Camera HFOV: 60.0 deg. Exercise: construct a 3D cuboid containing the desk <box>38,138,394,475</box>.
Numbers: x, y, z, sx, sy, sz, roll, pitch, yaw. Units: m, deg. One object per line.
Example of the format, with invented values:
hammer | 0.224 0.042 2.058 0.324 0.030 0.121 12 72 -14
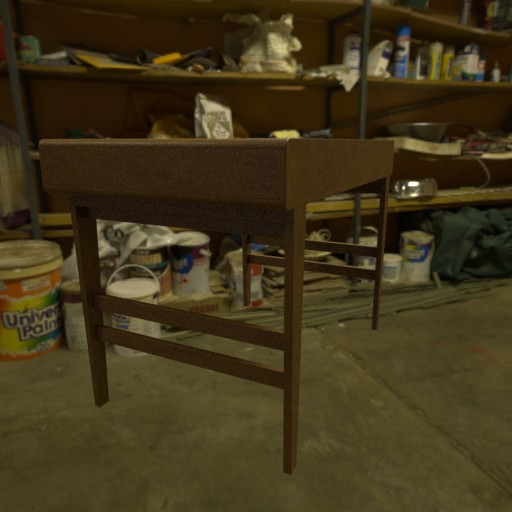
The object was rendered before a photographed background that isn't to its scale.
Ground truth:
desk | 0.000 0.000 1.488 0.660 0.754 1.066 7 16 26
